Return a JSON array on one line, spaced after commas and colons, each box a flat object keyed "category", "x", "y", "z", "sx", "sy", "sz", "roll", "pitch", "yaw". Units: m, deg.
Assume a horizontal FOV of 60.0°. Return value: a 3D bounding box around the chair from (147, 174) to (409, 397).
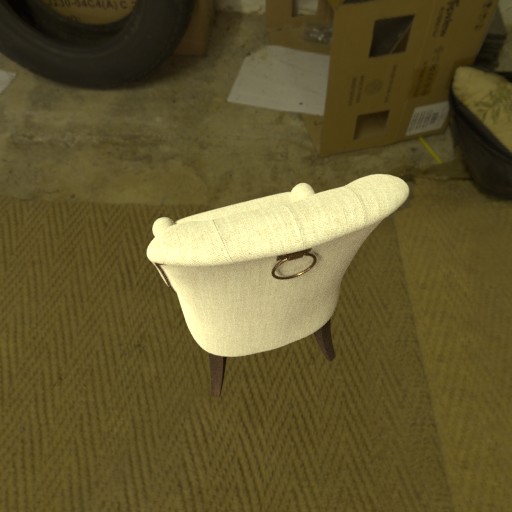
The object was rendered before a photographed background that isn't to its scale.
[{"category": "chair", "x": 0.000, "y": 0.000, "z": 1.484, "sx": 0.634, "sy": 1.091, "sz": 0.629, "roll": -15, "pitch": 60, "yaw": -9}]
